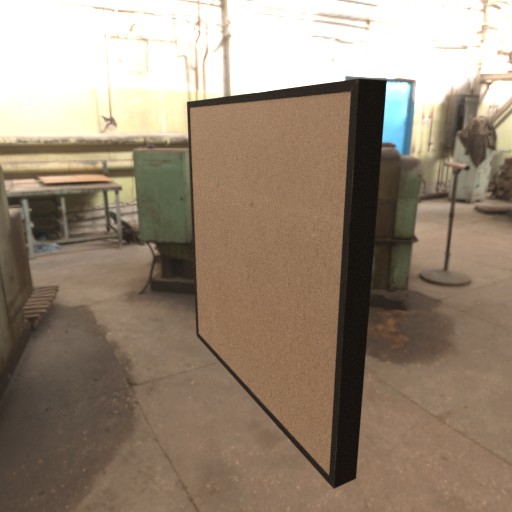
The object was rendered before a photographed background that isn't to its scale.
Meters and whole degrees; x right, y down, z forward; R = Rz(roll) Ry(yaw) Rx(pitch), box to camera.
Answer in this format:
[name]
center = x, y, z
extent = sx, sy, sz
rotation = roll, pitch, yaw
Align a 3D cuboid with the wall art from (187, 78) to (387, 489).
[wall art]
center = 0.000, 0.000, 0.740
extent = 0.038, 0.508, 0.508
rotation = -9, 18, -27
